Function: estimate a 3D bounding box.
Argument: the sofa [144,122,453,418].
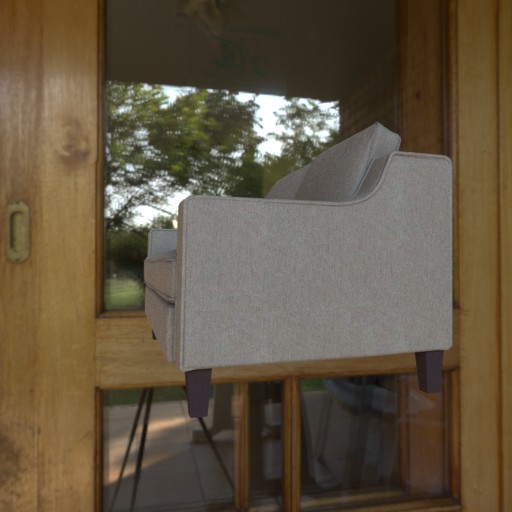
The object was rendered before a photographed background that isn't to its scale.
[{"bbox_3d":[0.000,0.000,2.121,0.985,0.981,1.503,0,-1,-18],"label":"sofa"}]
